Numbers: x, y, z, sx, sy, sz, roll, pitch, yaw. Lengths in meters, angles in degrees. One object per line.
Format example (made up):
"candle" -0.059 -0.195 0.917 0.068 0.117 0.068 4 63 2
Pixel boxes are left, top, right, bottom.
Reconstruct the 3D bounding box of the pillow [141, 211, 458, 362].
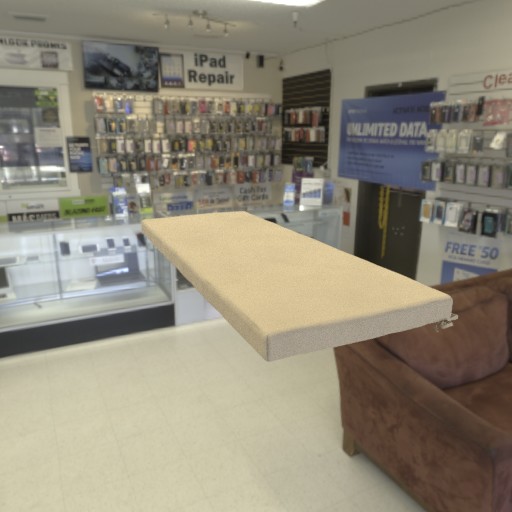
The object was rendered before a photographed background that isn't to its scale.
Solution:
"pillow" 0.000 0.000 1.372 0.492 0.081 1.187 -7 17 -24
